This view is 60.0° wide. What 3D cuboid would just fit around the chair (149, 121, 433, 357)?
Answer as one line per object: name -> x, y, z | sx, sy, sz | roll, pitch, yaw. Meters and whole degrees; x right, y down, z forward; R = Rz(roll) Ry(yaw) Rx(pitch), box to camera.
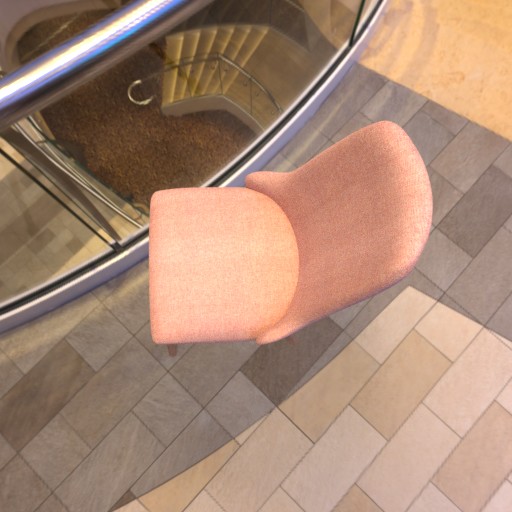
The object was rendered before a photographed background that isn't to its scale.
chair -> 0.000, 0.000, 1.323 | 0.707, 0.918, 0.535 | -3, 76, -1
